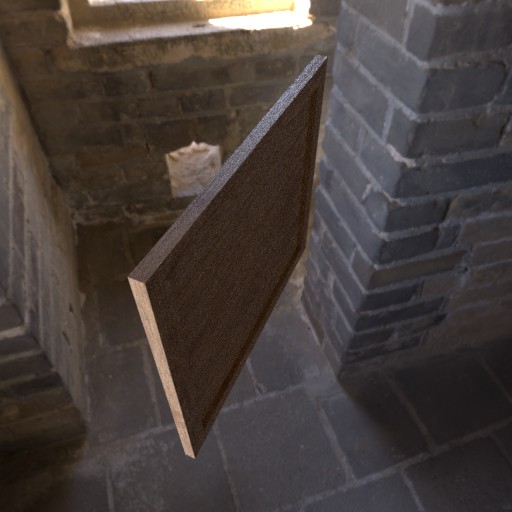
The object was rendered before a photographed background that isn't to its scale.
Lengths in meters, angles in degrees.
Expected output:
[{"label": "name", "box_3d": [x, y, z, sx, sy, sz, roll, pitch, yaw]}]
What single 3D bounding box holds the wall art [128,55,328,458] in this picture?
[{"label": "wall art", "box_3d": [0.000, 0.000, 0.952, 0.026, 0.588, 0.690, 18, 50, 16]}]
